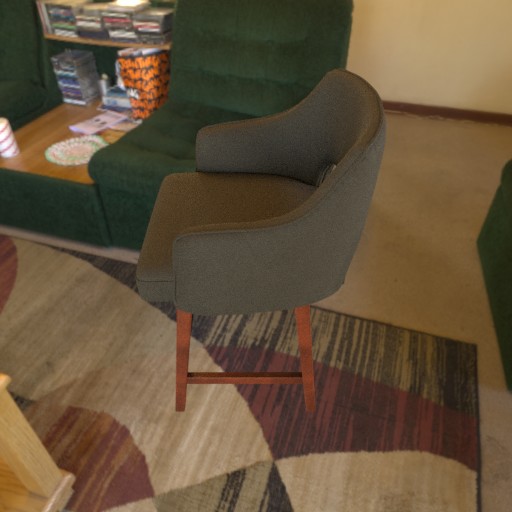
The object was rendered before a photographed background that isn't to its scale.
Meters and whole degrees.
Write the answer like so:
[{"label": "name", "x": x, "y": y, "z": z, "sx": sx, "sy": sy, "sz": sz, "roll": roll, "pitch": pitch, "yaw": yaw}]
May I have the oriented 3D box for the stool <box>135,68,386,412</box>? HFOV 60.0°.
[{"label": "stool", "x": 0.000, "y": 0.000, "z": 1.246, "sx": 0.558, "sy": 0.912, "sz": 0.548, "roll": 0, "pitch": 41, "yaw": 0}]
